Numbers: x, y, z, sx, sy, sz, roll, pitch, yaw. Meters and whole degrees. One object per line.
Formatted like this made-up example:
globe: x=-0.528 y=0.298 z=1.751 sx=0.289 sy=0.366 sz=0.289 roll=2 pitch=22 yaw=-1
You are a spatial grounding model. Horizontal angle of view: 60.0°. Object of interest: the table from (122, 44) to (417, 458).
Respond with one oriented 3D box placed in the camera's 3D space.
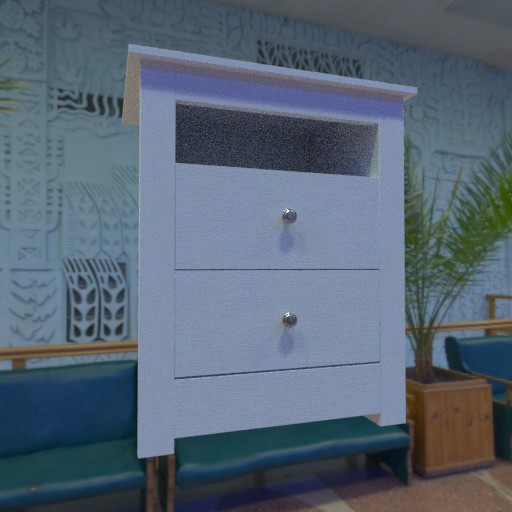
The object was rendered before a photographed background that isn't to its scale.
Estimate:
table: x=0.000 y=0.000 z=1.030 sx=0.589 sy=0.711 sz=0.406 roll=0 pitch=-1 yaw=-18
